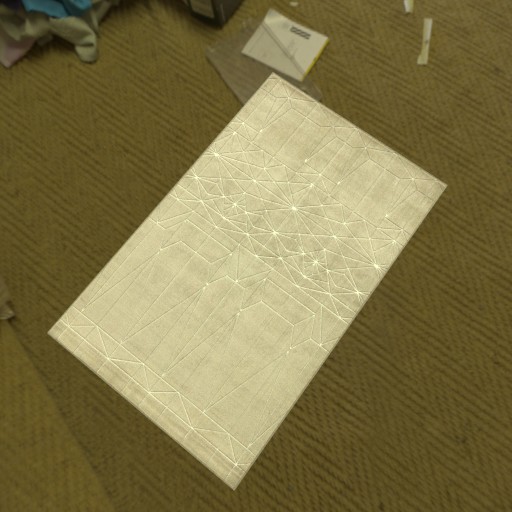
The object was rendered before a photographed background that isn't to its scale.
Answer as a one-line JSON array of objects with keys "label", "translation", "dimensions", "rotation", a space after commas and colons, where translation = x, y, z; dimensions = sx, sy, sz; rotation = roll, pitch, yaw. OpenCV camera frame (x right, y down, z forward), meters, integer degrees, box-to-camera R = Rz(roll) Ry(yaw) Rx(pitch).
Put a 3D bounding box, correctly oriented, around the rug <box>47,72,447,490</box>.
[{"label": "rug", "translation": [0.000, 0.000, 2.980], "dimensions": [1.524, 0.012, 2.438], "rotation": [36, 78, 9]}]
